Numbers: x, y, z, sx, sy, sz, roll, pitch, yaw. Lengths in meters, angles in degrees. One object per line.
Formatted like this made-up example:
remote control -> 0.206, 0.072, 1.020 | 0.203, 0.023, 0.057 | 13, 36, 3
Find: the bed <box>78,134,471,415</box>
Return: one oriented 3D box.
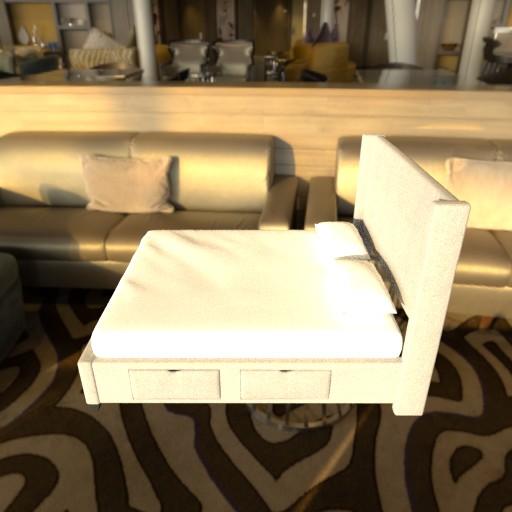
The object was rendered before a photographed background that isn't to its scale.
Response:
bed -> 0.000, 0.000, 3.389 | 2.222, 1.491, 1.774 | 0, 27, 0
